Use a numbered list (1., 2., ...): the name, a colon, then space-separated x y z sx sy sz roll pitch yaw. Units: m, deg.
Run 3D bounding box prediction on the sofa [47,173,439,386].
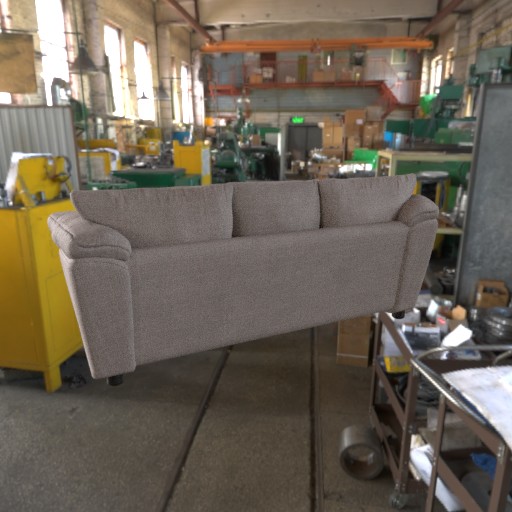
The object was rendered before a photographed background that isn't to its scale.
1. sofa: 0.000 0.000 2.815 2.334 0.996 0.878 -7 17 -25
